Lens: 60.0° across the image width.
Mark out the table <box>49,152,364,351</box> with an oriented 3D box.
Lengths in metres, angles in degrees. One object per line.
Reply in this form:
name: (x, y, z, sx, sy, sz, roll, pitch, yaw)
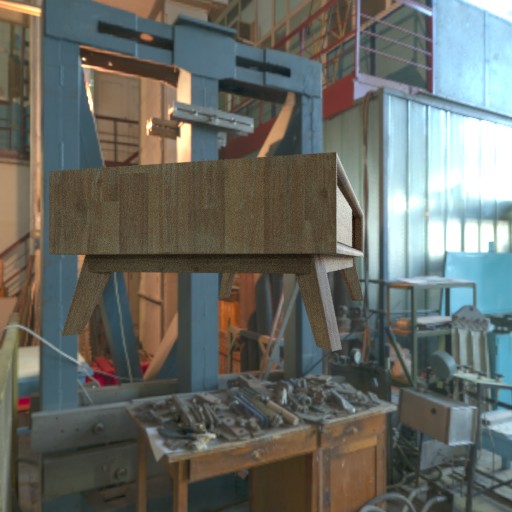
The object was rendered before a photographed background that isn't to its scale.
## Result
table: (0.000, 0.000, 2.063, 0.918, 0.531, 1.619, 0, -1, 16)
